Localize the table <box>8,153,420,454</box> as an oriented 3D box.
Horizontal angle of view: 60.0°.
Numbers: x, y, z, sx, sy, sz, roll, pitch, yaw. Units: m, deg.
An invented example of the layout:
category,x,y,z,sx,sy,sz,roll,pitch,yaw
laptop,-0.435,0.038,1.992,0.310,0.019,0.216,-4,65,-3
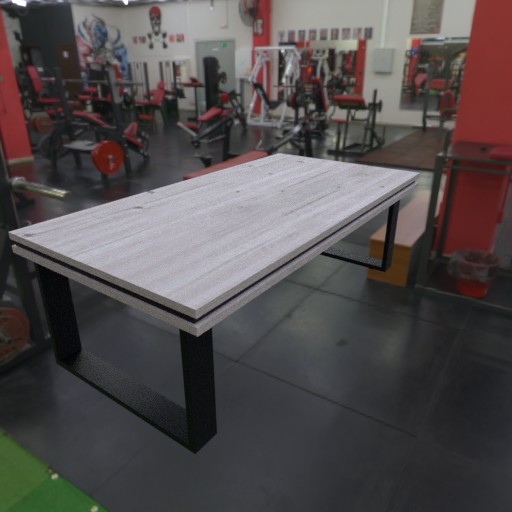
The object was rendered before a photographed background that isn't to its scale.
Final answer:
category,x,y,z,sx,sy,sz,roll,pitch,yaw
table,0.000,0.000,1.619,0.700,0.450,1.350,17,29,32
